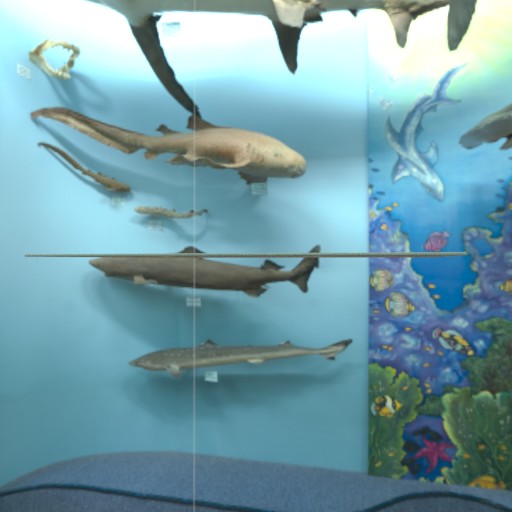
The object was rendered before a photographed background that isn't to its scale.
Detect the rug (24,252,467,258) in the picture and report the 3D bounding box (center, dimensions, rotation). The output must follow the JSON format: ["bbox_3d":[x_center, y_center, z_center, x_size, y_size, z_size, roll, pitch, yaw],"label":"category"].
[{"bbox_3d":[0.000,0.000,2.885,2.290,0.014,1.526,0,-1,17],"label":"rug"}]
